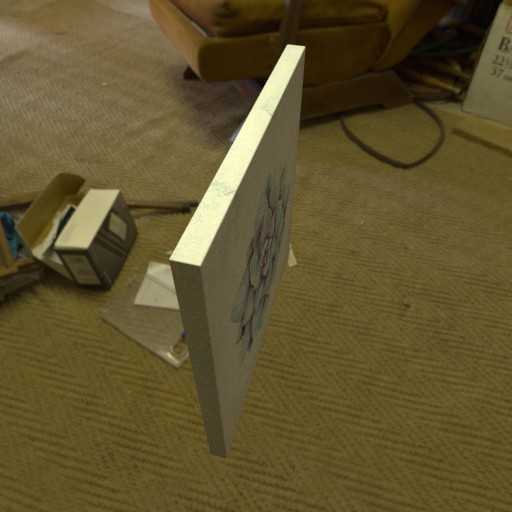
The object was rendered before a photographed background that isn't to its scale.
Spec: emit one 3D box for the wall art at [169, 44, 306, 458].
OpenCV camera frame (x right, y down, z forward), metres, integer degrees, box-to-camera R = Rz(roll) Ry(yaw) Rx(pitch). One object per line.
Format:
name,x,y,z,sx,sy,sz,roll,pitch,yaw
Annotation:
wall art,0.000,0.000,0.915,0.040,0.612,0.612,11,48,10
